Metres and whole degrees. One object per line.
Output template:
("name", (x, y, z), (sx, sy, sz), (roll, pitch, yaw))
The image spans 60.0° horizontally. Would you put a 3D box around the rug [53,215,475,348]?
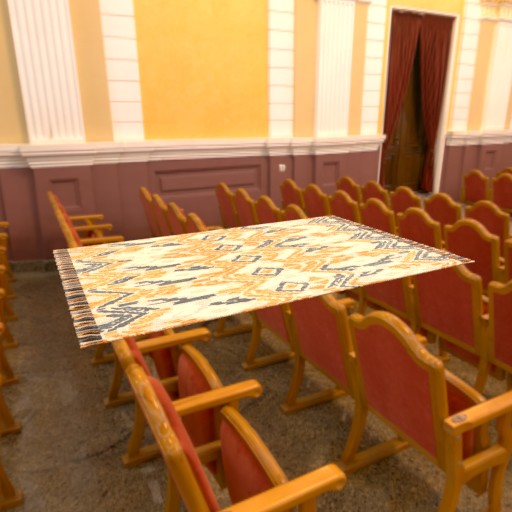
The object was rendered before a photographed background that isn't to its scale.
("rug", (0.000, 0.000, 2.999), (2.428, 0.010, 1.533), (-9, 20, -26))
